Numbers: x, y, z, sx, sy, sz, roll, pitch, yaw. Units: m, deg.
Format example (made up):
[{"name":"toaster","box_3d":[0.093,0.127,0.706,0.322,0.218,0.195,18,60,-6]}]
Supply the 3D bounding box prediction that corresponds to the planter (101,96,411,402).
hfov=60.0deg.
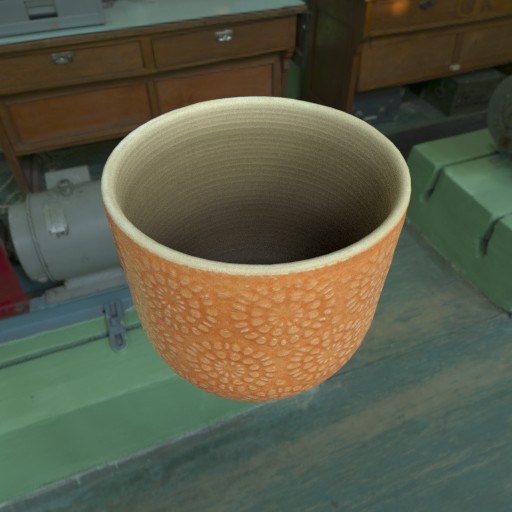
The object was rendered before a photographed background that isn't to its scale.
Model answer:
[{"name":"planter","box_3d":[0.000,0.000,0.293,0.170,0.152,0.170,0,45,0]}]
